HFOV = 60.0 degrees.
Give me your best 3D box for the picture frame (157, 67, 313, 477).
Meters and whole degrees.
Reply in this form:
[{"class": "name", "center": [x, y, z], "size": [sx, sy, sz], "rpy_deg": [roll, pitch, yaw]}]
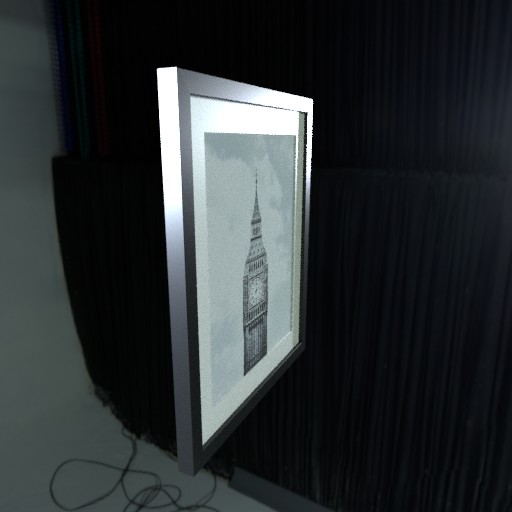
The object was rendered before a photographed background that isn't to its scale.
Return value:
[{"class": "picture frame", "center": [0.000, 0.000, 0.781], "size": [0.028, 0.556, 0.460], "rpy_deg": [7, 16, 26]}]
